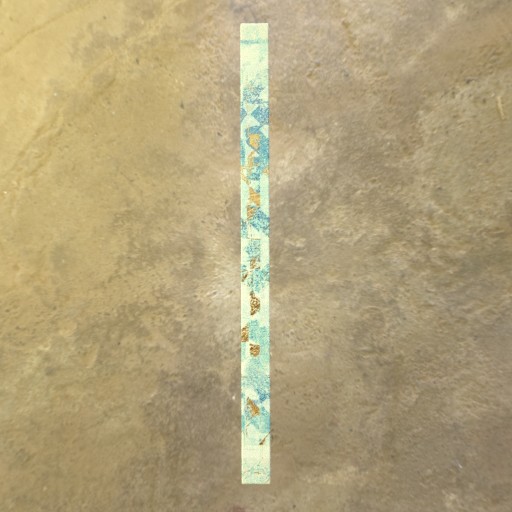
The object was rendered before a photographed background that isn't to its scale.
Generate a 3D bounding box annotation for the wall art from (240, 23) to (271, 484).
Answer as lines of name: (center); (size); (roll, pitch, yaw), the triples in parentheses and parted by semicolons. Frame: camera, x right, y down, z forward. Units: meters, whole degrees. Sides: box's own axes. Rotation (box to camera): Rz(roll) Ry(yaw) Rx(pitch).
wall art: (0.000, 0.000, 0.889); (0.040, 0.609, 0.609); (0, 89, 0)
